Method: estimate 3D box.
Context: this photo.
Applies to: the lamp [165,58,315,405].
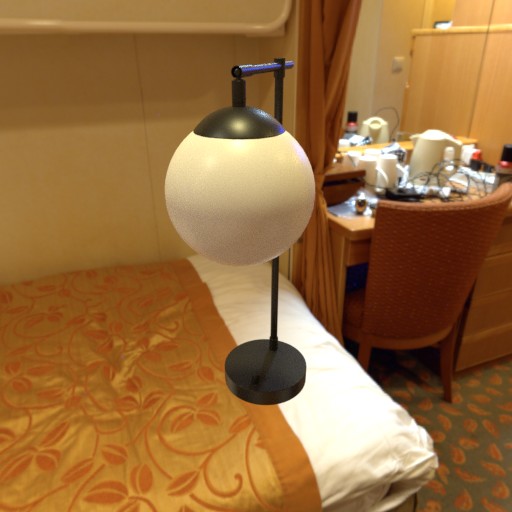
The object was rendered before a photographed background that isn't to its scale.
[{"bbox_3d":[0.000,0.000,0.691,0.197,0.559,0.316,9,27,18],"label":"lamp"}]
